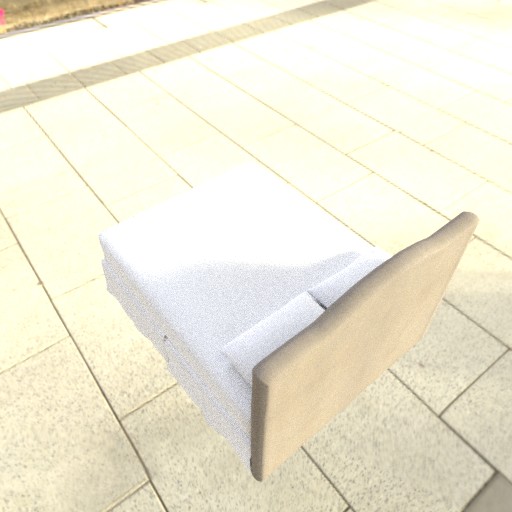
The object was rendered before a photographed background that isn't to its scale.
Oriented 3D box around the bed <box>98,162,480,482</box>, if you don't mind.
[{"bbox_3d":[0.000,0.000,3.253,1.744,1.441,2.128,-31,54,-26],"label":"bed"}]
